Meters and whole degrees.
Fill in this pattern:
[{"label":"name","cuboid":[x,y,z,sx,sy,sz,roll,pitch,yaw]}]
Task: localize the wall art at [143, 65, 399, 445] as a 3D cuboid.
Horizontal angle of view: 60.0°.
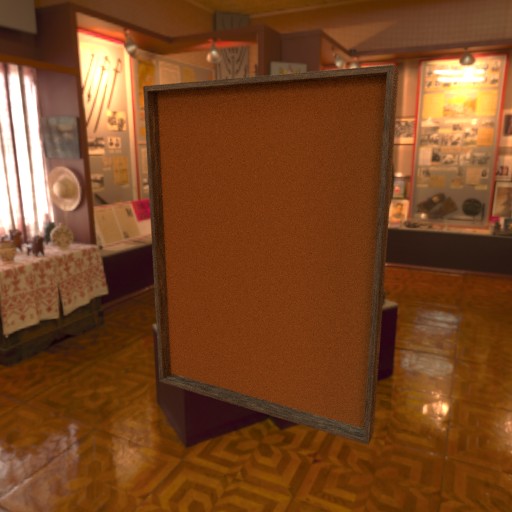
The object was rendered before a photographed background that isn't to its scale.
[{"label":"wall art","cuboid":[0.000,0.000,1.352,0.762,1.016,0.063,7,15,27]}]
